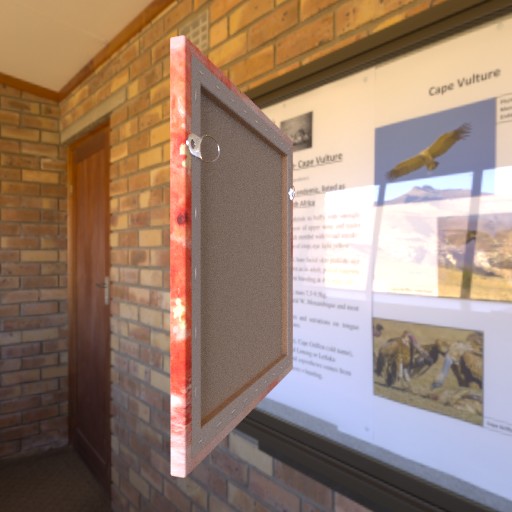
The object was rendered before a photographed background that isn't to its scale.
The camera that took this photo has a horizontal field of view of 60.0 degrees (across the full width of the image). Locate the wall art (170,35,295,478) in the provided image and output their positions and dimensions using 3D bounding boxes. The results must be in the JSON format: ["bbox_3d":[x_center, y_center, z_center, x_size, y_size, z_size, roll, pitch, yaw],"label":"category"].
[{"bbox_3d":[0.000,0.000,1.291,0.066,0.878,0.878,0,0,19],"label":"wall art"}]
